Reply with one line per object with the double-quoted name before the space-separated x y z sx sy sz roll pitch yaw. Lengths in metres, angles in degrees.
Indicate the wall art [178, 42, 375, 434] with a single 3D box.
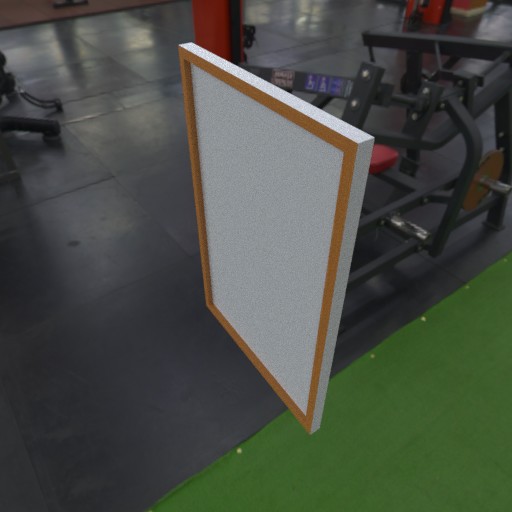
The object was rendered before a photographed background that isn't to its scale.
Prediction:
"wall art" 0.000 0.000 1.177 0.037 0.916 0.610 -24 47 -25
